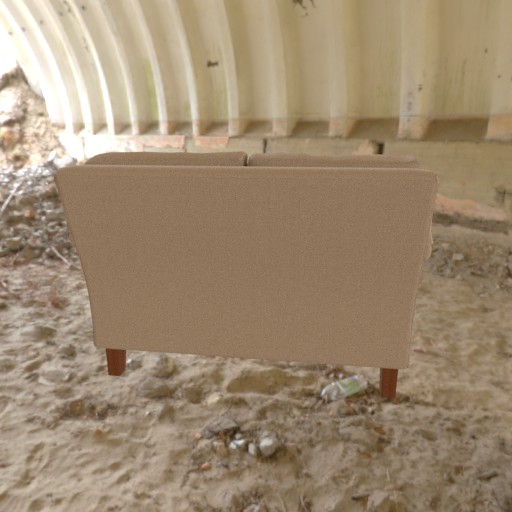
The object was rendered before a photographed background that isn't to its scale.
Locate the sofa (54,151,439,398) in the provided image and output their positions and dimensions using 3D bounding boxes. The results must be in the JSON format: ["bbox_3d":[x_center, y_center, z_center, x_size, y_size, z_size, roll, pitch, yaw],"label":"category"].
[{"bbox_3d":[0.000,0.000,2.240,1.508,1.048,1.087,2,16,8],"label":"sofa"}]
